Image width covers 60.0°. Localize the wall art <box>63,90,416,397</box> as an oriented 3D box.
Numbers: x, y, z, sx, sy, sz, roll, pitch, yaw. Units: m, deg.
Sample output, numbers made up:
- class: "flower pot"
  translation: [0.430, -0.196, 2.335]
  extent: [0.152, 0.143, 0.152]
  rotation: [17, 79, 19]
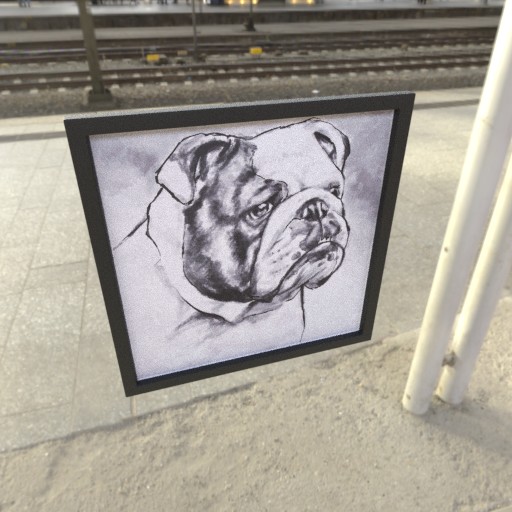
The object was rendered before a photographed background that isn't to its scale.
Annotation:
- class: "wall art"
  translation: [0.000, 0.000, 0.678]
  extent: [0.456, 0.453, 0.022]
  rotation: [-9, 33, -15]
